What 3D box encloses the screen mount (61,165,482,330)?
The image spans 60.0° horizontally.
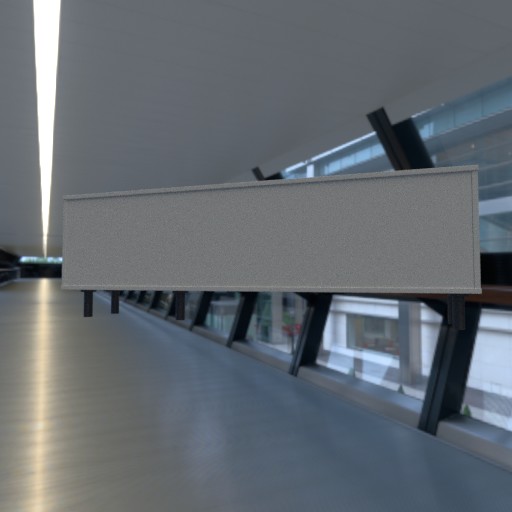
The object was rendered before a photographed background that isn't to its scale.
[{"bbox_3d":[0.000,0.000,1.817,1.600,0.520,0.418,-1,-3,19],"label":"screen mount"}]
